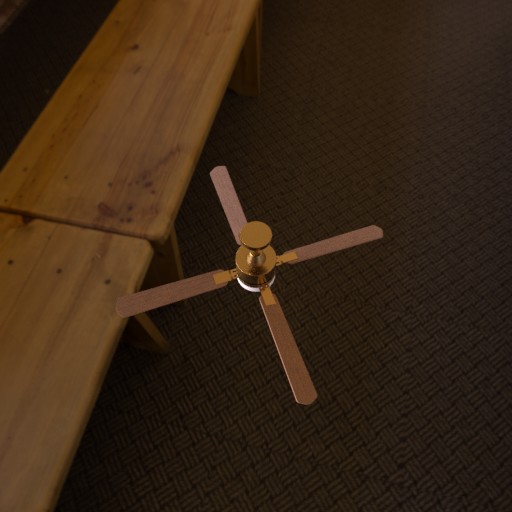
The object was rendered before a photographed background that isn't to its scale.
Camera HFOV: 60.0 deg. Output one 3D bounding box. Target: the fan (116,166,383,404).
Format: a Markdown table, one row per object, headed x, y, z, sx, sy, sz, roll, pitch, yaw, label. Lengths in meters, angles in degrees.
| x | y | z | sx | sy | sz | roll | pitch | yaw | label |
| --- | --- | --- | --- | --- | --- | --- | --- | --- | --- |
| 0.000 | 0.000 | 1.998 | 1.320 | 0.355 | 1.320 | -16 | 61 | -9 | fan |
